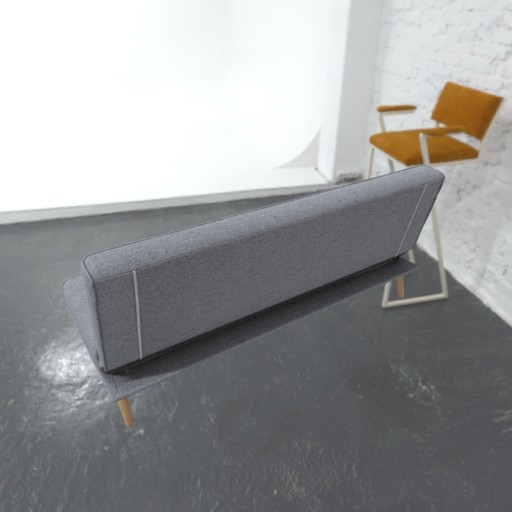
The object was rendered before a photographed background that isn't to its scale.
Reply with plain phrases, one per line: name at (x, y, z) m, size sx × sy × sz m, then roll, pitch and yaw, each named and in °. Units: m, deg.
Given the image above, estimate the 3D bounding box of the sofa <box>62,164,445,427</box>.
sofa at (0.000, 0.000, 2.324) m, size 1.820 × 0.830 × 0.810 m, roll -18°, pitch 34°, yaw -29°
